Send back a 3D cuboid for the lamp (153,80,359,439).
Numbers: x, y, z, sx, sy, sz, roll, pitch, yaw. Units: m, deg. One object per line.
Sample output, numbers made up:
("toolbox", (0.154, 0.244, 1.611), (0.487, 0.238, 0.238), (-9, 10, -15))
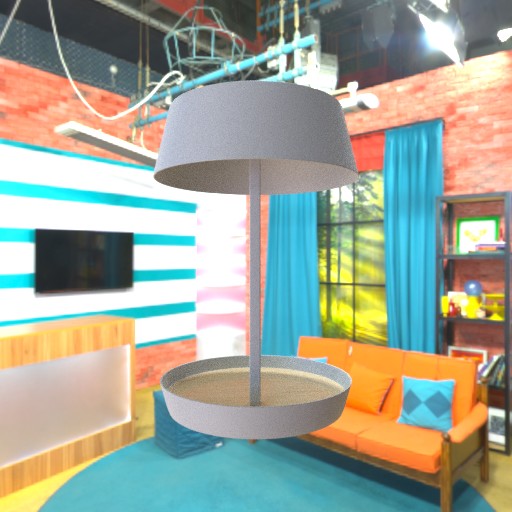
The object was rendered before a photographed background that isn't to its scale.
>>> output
("lamp", (0.000, 0.000, 0.641), (0.291, 0.429, 0.291), (0, 0, 0))
